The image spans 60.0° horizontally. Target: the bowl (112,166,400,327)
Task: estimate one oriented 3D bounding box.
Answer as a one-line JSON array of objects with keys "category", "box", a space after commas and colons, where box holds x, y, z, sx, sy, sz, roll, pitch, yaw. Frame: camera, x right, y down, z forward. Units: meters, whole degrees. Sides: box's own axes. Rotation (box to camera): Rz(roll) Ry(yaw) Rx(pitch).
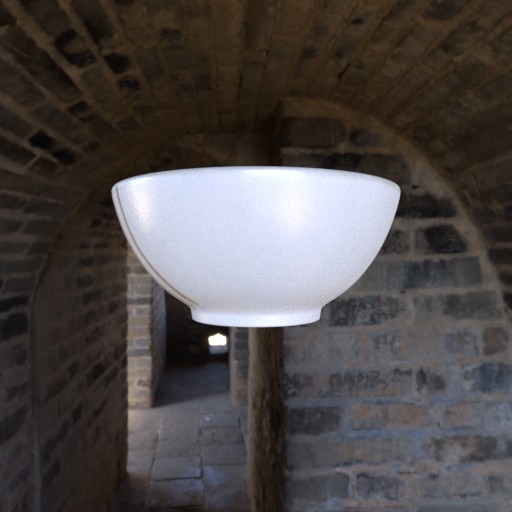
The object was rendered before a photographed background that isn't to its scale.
[{"category": "bowl", "box": [0.000, 0.000, 0.432, 0.268, 0.121, 0.268, 0, 0, 0]}]
